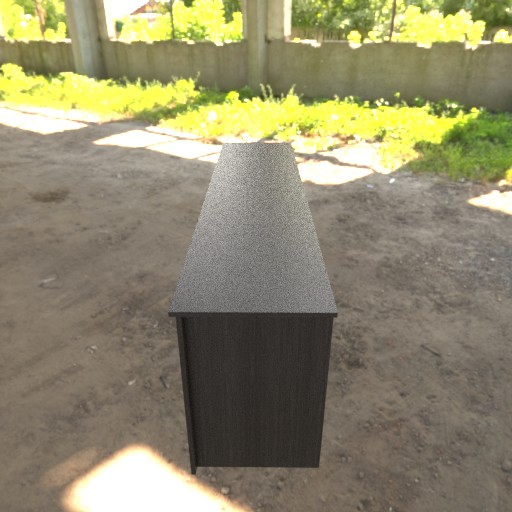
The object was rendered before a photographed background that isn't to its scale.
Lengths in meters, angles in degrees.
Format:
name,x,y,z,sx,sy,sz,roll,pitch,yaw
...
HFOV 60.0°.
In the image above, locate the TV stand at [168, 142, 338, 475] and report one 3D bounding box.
name,x,y,z,sx,sy,sz,roll,pitch,yaw
TV stand,0.000,0.000,1.990,0.406,0.610,1.778,0,27,0
